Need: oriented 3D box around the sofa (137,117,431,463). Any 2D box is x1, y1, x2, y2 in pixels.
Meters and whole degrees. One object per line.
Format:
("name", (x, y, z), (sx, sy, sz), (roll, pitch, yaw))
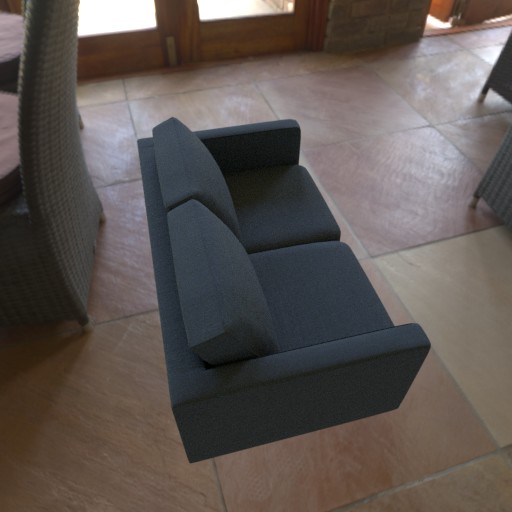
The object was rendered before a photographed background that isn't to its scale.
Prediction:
("sofa", (0.000, 0.000, 2.274), (0.999, 0.907, 1.659), (-11, 48, -10))
